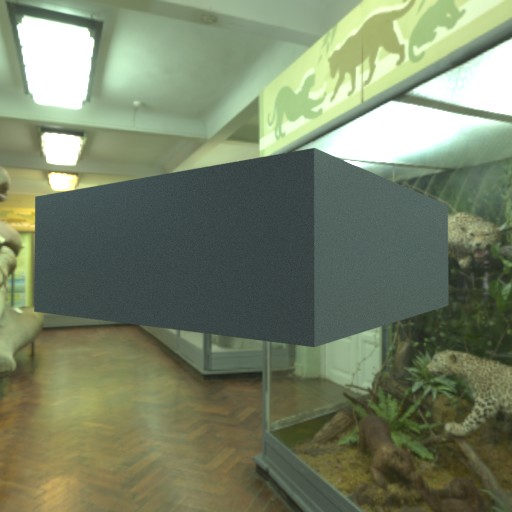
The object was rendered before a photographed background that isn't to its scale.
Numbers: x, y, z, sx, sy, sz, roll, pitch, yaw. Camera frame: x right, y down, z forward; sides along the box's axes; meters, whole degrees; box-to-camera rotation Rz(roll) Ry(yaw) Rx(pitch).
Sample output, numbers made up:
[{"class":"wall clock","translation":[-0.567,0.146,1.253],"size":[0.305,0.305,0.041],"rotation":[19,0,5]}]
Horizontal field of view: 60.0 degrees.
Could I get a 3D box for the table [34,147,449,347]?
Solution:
[{"class":"table","translation":[0.000,0.000,1.207],"size":[0.801,0.299,0.801],"rotation":[-1,-1,36]}]
